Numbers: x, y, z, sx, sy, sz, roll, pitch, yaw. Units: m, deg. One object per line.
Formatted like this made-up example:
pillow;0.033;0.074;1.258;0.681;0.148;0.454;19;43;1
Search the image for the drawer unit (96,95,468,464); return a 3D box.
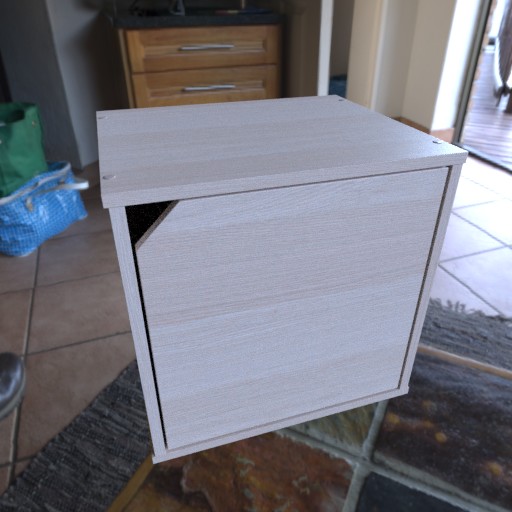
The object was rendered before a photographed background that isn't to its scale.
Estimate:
drawer unit;0.000;0.000;0.600;0.349;0.344;0.290;-9;32;-15
